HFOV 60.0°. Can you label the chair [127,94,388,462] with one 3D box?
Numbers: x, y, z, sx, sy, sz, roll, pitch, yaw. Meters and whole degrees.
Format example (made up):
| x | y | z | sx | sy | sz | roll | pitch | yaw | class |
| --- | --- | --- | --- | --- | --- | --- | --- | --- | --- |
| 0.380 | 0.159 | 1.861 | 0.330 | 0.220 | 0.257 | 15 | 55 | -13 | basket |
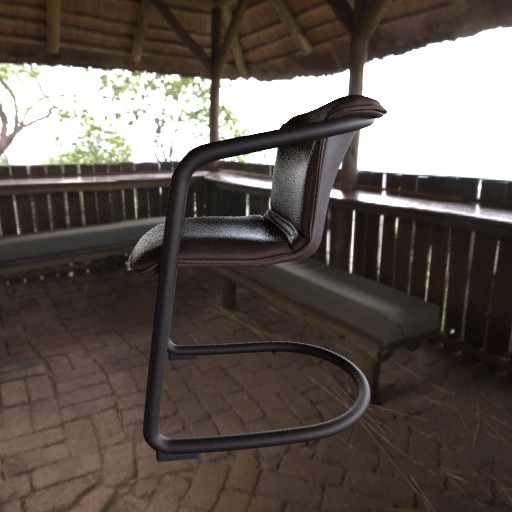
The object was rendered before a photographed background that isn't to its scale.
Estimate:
| x | y | z | sx | sy | sz | roll | pitch | yaw | class |
| --- | --- | --- | --- | --- | --- | --- | --- | --- | --- |
| 0.000 | 0.000 | 1.212 | 0.664 | 0.836 | 0.536 | -2 | 14 | -7 | chair |
